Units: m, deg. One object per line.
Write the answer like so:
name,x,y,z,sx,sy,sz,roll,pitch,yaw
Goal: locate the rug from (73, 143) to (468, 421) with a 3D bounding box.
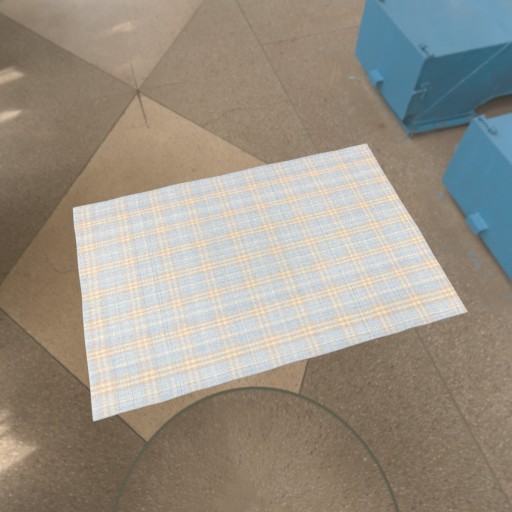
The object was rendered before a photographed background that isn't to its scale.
rug,0.000,0.000,2.366,1.835,0.012,1.231,-14,59,-9
